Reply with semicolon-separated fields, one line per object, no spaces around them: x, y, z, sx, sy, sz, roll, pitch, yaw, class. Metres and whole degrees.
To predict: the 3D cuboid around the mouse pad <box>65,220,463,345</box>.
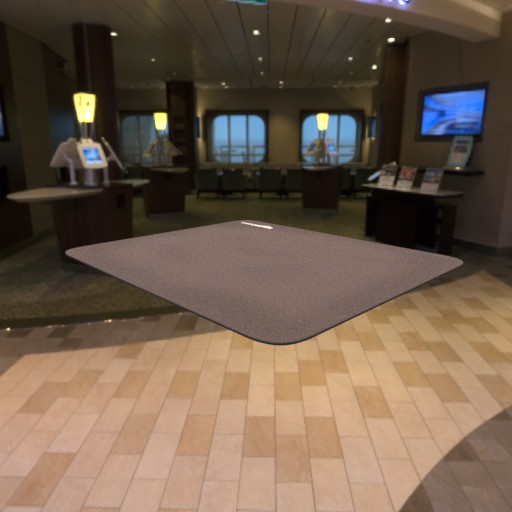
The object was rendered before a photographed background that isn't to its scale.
0.000;0.000;0.442;0.269;0.002;0.315;-14;20;-42;mouse pad
